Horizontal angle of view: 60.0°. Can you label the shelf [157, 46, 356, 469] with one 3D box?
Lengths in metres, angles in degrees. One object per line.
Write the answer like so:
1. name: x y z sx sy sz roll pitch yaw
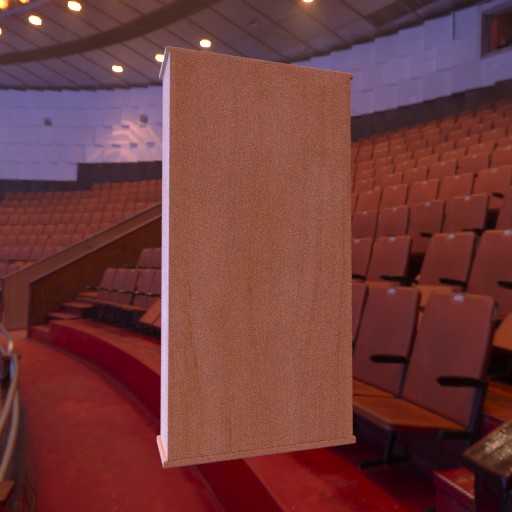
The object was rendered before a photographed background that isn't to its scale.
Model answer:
1. shelf: 0.000 0.000 1.236 0.520 1.030 0.175 1 -2 -18
